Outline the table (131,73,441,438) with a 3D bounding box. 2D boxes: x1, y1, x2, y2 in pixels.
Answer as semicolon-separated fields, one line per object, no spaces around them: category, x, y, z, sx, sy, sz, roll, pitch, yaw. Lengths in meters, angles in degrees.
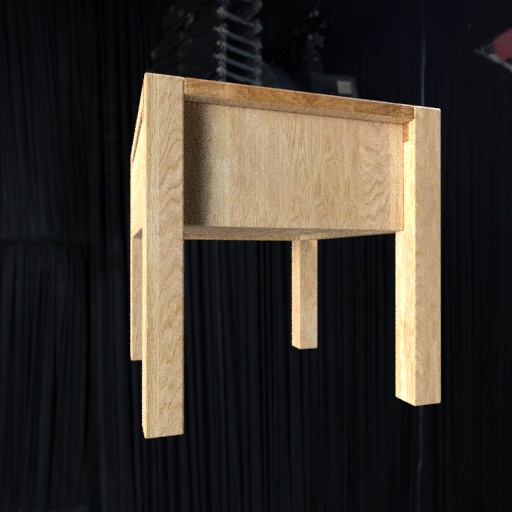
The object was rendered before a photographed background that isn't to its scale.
table;0.000;0.000;0.838;0.440;0.450;0.480;0;0;-18
